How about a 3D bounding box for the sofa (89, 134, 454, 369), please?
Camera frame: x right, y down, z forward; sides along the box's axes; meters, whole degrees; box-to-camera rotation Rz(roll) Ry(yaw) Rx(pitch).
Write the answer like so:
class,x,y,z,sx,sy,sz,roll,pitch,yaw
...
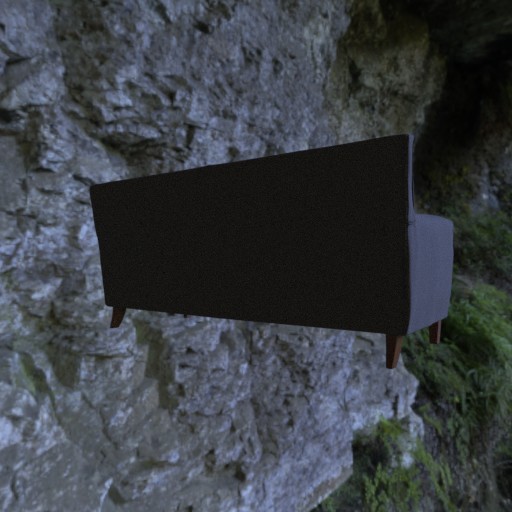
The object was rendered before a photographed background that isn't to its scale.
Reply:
class,x,y,z,sx,sy,sz,roll,pitch,yaw
sofa,0.000,0.000,2.532,2.002,0.907,0.843,0,-1,36
